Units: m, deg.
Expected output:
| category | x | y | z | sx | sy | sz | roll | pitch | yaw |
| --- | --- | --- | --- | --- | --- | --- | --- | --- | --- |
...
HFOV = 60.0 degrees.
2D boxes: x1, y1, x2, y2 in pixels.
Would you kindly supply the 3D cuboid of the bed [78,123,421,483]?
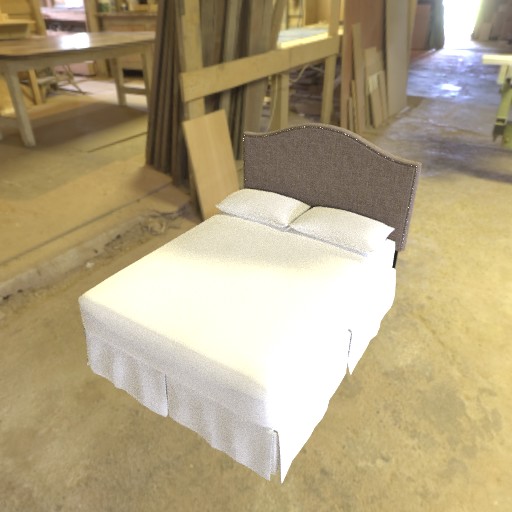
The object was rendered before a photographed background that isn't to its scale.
| category | x | y | z | sx | sy | sz | roll | pitch | yaw |
| --- | --- | --- | --- | --- | --- | --- | --- | --- | --- |
| bed | 0.000 | 0.000 | 3.320 | 1.713 | 1.518 | 2.153 | 19 | 35 | 28 |
